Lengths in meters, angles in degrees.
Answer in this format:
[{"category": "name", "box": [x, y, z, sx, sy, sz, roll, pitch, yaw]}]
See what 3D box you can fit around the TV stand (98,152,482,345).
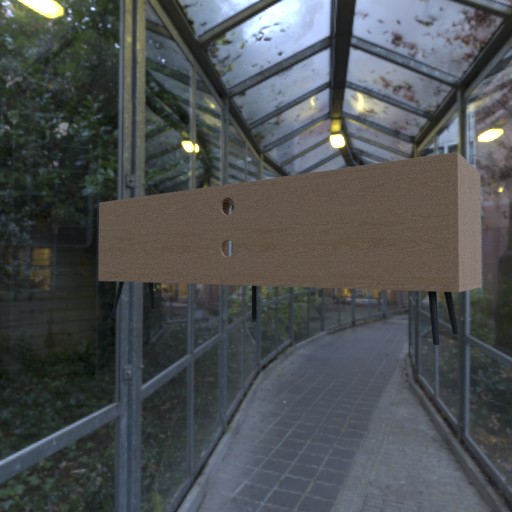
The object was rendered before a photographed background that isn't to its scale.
[{"category": "TV stand", "box": [0.000, 0.000, 1.977, 1.760, 0.580, 0.400, -1, -2, 36]}]
